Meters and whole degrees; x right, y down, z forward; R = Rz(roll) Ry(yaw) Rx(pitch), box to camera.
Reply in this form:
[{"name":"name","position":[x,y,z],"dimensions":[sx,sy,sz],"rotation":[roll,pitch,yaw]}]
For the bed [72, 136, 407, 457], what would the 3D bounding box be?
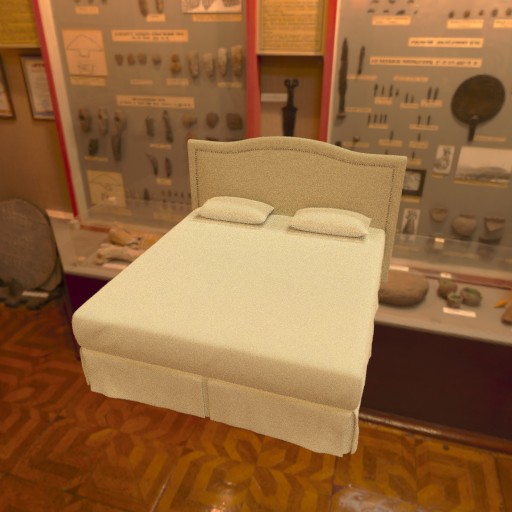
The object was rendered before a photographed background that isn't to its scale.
[{"name":"bed","position":[0.000,0.000,3.524],"dimensions":[2.083,1.421,2.182],"rotation":[9,29,16]}]
